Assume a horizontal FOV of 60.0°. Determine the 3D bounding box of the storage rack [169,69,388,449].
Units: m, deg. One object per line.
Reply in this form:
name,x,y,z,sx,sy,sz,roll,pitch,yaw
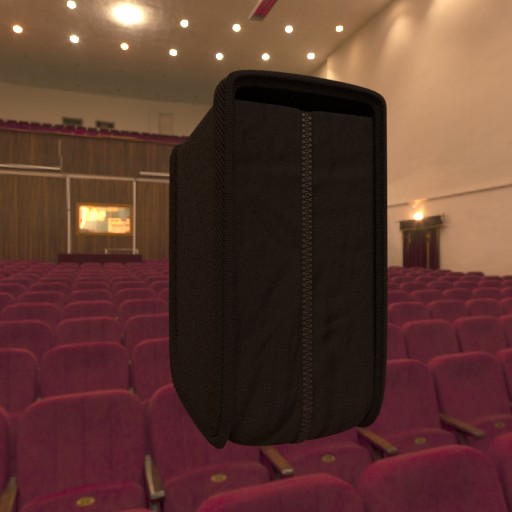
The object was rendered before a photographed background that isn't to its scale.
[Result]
storage rack,0.000,0.000,0.538,0.168,0.387,0.297,0,-1,-20
